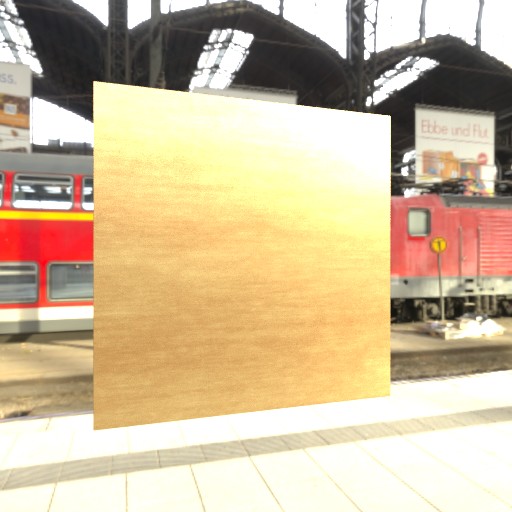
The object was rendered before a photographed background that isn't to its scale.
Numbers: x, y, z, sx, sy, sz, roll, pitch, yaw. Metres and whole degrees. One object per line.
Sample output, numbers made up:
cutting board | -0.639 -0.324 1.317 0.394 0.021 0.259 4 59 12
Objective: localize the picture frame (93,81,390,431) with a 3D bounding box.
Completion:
picture frame | 0.000 0.000 1.102 0.758 0.761 0.037 0 0 -19
